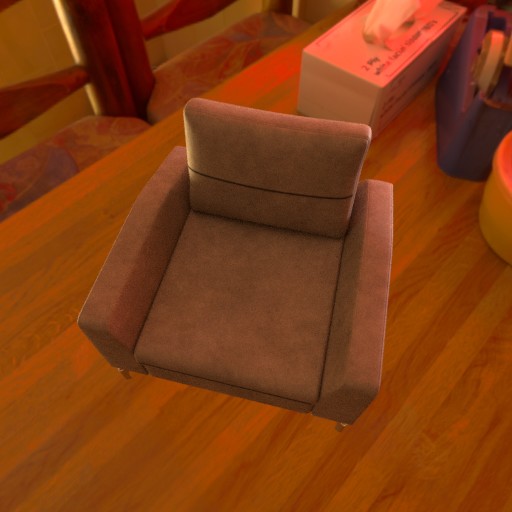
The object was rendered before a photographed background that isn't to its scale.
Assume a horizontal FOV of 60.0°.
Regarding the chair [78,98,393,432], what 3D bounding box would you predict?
[{"bbox_3d":[0.000,0.000,1.578,0.900,0.800,0.900,11,58,7],"label":"chair"}]
